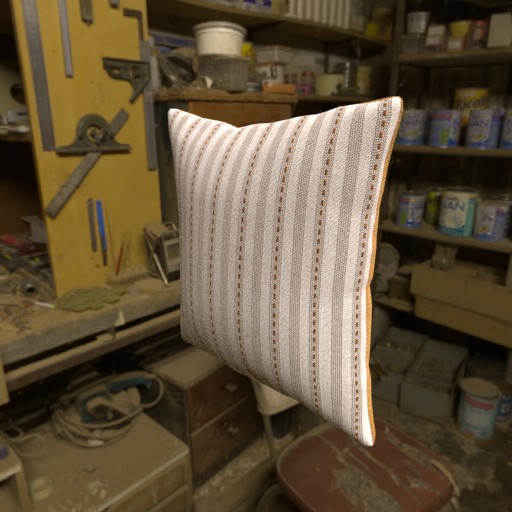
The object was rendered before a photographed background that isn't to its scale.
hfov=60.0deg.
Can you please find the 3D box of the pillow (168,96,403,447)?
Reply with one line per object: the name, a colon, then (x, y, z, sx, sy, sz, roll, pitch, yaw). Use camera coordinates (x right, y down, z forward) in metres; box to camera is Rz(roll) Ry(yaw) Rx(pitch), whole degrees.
pillow: (0.000, 0.000, 0.665, 0.147, 0.437, 0.432, -16, 23, -43)
